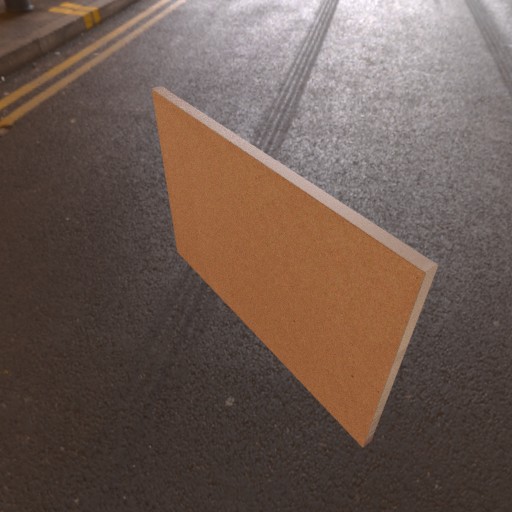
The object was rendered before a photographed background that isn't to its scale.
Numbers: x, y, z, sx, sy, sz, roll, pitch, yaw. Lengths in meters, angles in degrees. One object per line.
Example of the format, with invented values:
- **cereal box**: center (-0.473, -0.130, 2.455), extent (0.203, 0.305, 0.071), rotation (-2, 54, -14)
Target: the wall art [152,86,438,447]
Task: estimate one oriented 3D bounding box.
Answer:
- **wall art**: center (0.000, 0.000, 0.786), extent (0.021, 0.410, 0.615), rotation (-27, 49, -27)
